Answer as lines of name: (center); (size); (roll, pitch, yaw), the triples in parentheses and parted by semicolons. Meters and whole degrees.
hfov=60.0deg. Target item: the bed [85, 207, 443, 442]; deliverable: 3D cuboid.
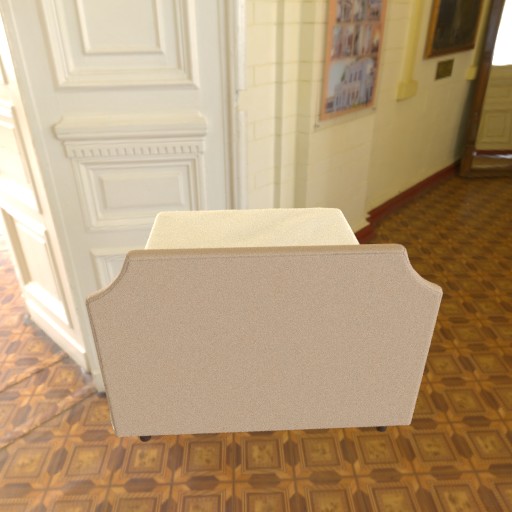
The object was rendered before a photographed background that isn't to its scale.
bed: (0.000, 0.000, 4.139); (2.350, 1.590, 2.773); (-1, 29, -2)
